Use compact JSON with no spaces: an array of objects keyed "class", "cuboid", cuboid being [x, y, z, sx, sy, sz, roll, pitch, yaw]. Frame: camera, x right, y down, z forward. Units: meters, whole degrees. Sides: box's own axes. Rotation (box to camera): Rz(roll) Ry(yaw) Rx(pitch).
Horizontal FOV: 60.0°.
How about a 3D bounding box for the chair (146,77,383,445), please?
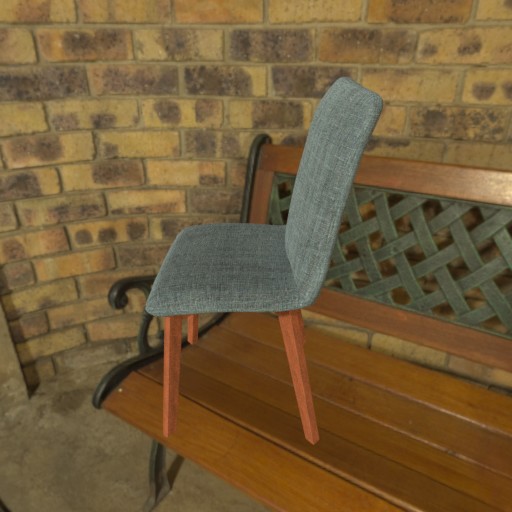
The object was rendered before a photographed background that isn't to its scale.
[{"class":"chair","cuboid":[0.000,0.000,1.322,0.563,0.974,0.522,1,26,1]}]
